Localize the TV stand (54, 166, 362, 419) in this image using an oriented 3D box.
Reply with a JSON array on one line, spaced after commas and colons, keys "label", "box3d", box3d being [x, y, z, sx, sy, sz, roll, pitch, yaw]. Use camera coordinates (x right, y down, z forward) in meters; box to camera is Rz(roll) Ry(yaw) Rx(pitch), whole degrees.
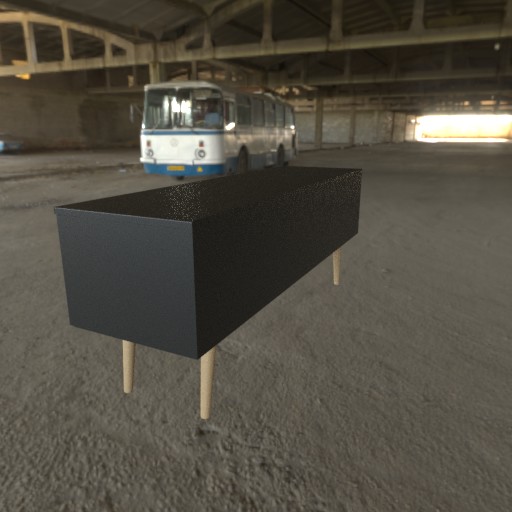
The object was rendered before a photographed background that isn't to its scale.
[{"label": "TV stand", "box3d": [0.000, 0.000, 1.553, 0.390, 0.518, 1.312, 8, 18, 26]}]
